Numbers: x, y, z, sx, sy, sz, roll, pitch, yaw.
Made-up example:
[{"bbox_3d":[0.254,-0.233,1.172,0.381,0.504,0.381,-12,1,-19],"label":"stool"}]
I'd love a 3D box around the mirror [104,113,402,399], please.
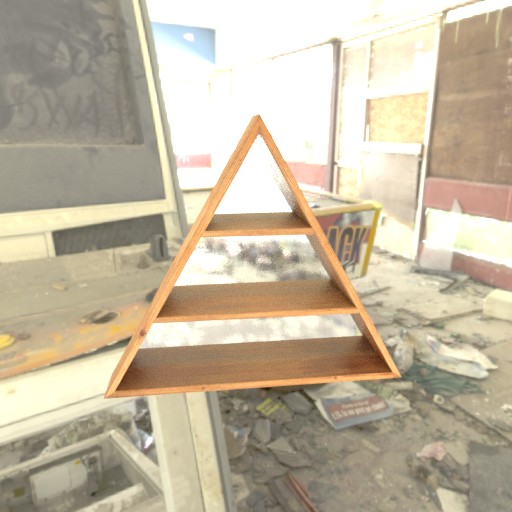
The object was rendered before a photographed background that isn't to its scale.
[{"bbox_3d":[0.000,0.000,0.902,0.631,0.548,0.100,-2,16,-7],"label":"mirror"}]
